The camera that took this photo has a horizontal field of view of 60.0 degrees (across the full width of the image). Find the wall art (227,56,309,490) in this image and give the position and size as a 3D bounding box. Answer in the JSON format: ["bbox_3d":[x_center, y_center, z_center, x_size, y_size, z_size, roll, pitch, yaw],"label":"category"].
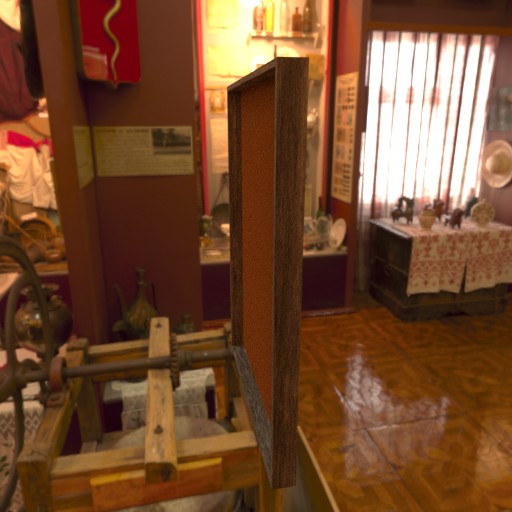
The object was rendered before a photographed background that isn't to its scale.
[{"bbox_3d":[0.000,0.000,1.347,0.063,1.016,0.762,-3,17,-10],"label":"wall art"}]
